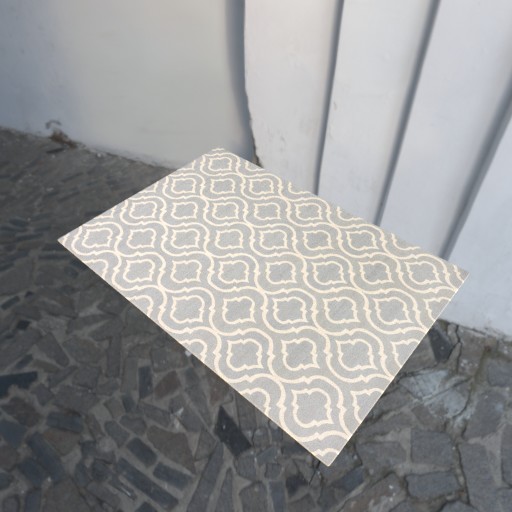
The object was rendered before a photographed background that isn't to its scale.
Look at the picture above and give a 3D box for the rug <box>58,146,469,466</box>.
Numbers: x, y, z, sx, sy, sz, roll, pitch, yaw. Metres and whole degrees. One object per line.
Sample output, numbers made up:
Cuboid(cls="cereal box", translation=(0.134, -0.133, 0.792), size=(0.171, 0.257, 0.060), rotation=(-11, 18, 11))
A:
Cuboid(cls="rug", translation=(0.000, 0.000, 2.709), size=(2.080, 0.010, 1.451), rotation=(32, 54, 27))
